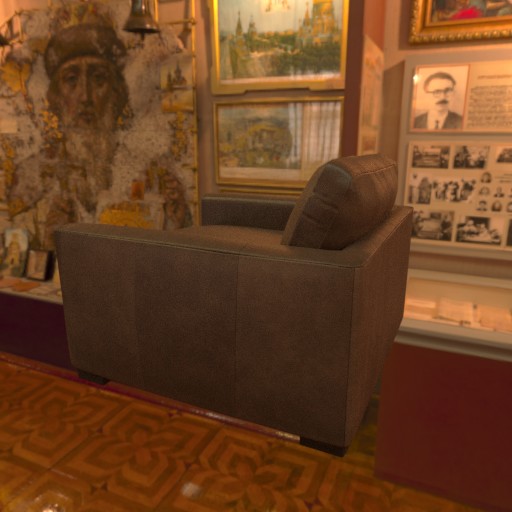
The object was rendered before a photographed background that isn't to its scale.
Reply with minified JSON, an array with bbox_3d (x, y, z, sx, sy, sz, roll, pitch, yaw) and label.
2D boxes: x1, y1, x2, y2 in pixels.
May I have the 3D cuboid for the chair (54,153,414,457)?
[{"bbox_3d":[0.000,0.000,1.783,1.069,0.812,1.100,7,17,25],"label":"chair"}]
